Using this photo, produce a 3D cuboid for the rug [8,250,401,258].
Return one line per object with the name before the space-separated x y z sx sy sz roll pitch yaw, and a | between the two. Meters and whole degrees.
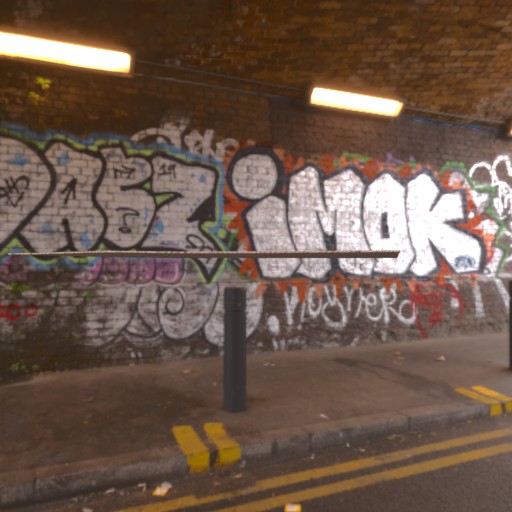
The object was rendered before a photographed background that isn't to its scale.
rug | 0.000 0.000 3.968 2.430 0.030 3.054 0 -1 17
